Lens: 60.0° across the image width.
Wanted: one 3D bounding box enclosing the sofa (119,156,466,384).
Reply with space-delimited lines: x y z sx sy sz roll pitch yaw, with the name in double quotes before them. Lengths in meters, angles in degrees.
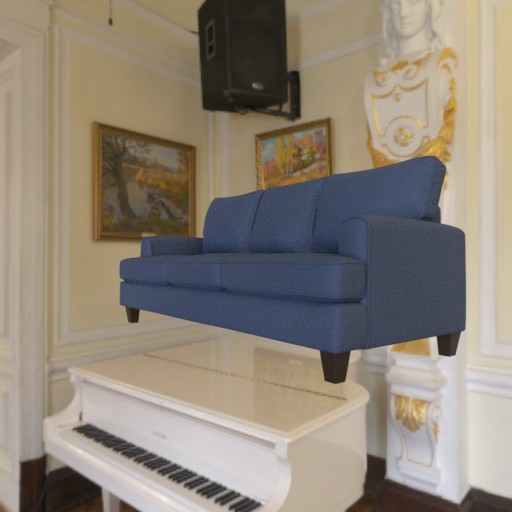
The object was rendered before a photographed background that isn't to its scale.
"sofa" 0.000 0.000 2.692 0.951 0.965 2.158 0 -1 -37
